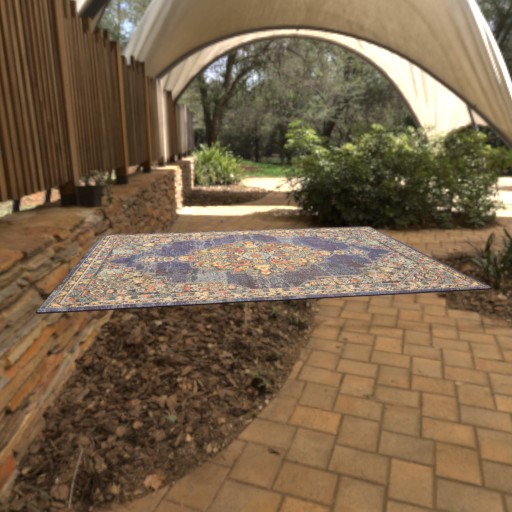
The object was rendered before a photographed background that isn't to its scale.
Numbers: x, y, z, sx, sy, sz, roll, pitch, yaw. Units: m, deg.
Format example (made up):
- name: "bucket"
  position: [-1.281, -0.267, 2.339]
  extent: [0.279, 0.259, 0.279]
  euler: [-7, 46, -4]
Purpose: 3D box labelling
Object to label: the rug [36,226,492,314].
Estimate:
- name: "rug"
  position: [0.000, 0.000, 2.894]
  extent: [2.232, 0.009, 1.630]
  euler: [-2, 15, -8]
